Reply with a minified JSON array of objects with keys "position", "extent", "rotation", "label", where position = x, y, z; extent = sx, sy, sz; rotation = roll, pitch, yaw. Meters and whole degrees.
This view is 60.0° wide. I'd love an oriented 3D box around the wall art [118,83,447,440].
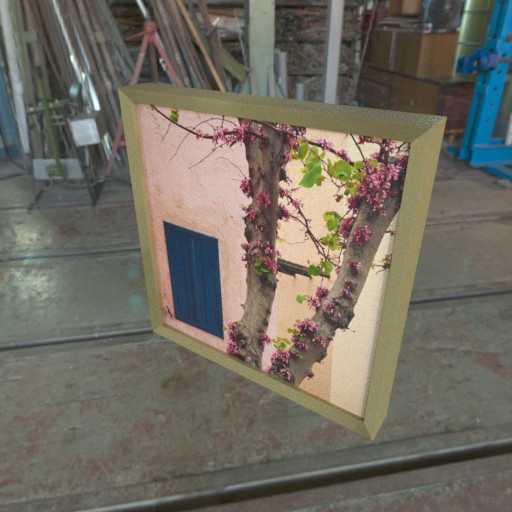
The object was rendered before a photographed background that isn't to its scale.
[{"position":[0.000,0.000,0.452],"extent":[0.304,0.305,0.038],"rotation":[18,34,29],"label":"wall art"}]
